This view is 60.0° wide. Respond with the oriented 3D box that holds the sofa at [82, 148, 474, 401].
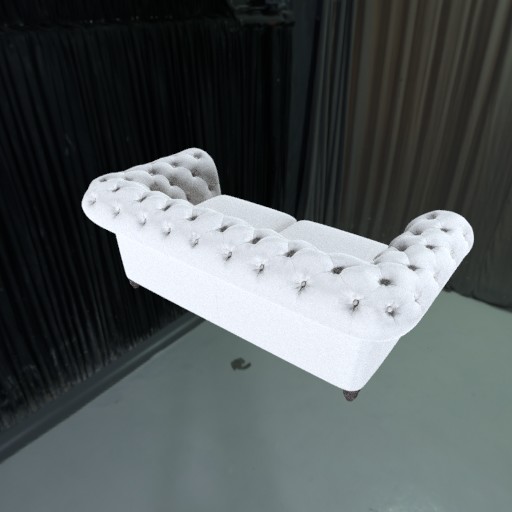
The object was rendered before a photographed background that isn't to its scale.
[{"bbox_3d":[0.000,0.000,2.500,1.998,0.764,0.986,21,37,31],"label":"sofa"}]
